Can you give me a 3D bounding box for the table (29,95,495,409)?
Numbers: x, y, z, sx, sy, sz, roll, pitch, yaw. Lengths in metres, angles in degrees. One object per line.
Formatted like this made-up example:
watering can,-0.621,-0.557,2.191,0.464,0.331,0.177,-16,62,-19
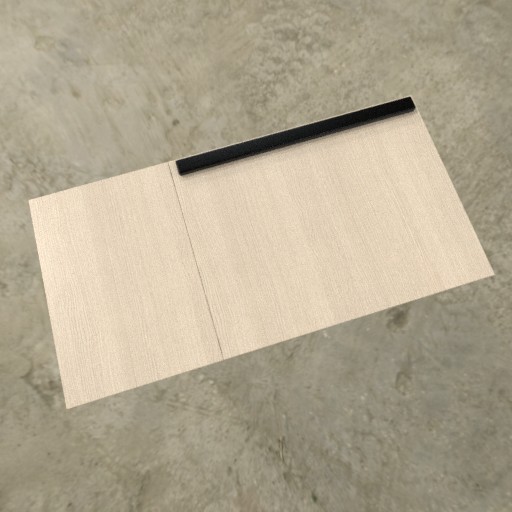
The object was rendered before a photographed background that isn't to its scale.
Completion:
table,0.000,0.000,0.777,0.644,0.242,0.322,-17,75,-5
